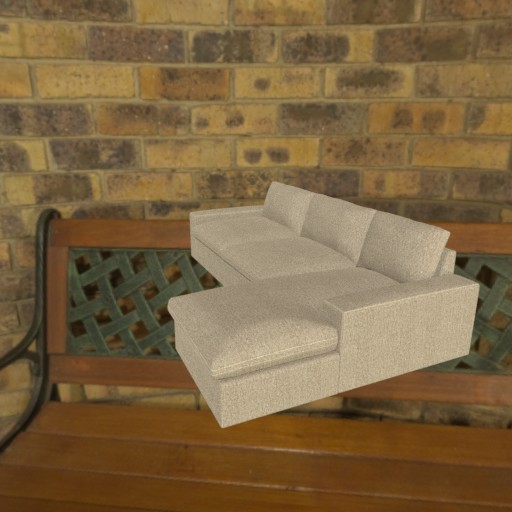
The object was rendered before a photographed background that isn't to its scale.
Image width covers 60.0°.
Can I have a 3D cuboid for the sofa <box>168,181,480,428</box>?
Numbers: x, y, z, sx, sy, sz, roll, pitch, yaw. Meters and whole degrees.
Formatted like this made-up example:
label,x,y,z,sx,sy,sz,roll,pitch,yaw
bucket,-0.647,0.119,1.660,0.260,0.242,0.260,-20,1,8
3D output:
label,x,y,z,sx,sy,sz,roll,pitch,yaw
sofa,0.000,0.000,3.499,1.689,0.813,2.718,-8,19,-23
